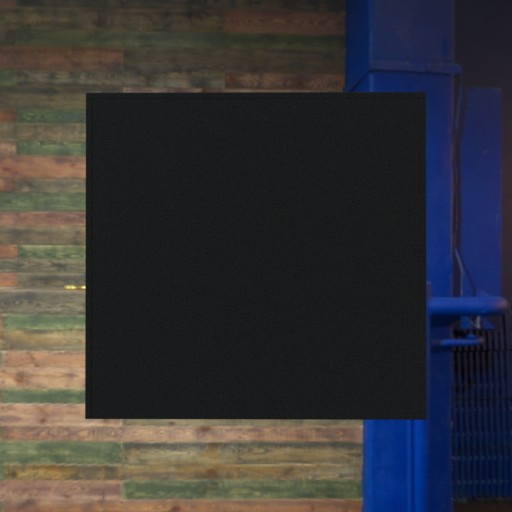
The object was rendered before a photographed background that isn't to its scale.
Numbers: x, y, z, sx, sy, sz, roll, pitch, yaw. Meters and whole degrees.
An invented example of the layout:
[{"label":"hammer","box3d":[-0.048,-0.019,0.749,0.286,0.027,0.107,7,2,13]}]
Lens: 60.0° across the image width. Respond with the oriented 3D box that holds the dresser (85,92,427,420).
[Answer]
[{"label":"dresser","box3d":[0.000,0.000,1.154,0.750,0.720,0.360,0,0,0]}]
